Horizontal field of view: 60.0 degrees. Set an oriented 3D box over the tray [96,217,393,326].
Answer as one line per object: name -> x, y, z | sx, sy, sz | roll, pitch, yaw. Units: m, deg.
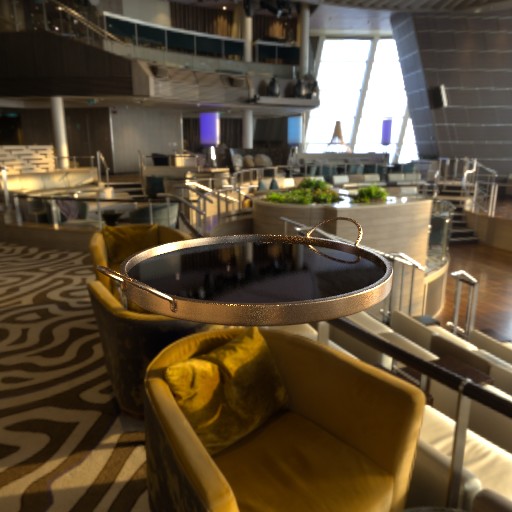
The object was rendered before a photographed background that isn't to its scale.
tray -> 0.000, 0.000, 0.739 | 0.438, 0.069, 0.543 | 13, 19, 42
